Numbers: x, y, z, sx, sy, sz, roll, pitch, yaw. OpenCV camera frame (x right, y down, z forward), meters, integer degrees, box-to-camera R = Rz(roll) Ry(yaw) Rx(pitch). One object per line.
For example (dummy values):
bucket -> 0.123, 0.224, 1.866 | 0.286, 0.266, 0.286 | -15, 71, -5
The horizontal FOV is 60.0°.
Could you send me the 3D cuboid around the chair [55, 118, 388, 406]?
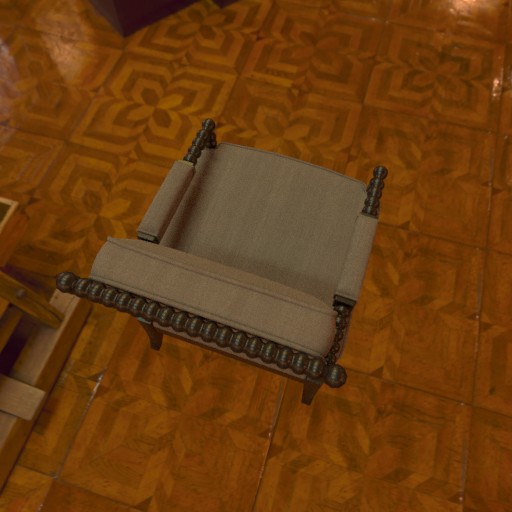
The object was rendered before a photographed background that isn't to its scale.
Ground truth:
chair -> 0.000, 0.000, 1.103 | 0.540, 0.661, 0.622 | 18, 65, 8
